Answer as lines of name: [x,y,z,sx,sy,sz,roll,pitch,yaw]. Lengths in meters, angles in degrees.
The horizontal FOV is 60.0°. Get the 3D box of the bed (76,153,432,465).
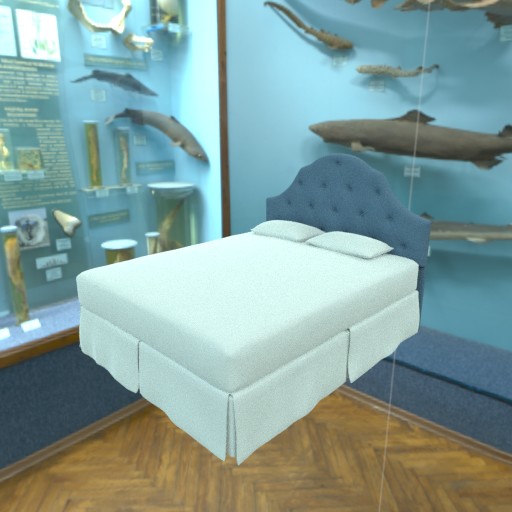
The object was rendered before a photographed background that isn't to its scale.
bed: [0.000,0.000,3.817,2.039,1.617,2.477,15,22,42]
